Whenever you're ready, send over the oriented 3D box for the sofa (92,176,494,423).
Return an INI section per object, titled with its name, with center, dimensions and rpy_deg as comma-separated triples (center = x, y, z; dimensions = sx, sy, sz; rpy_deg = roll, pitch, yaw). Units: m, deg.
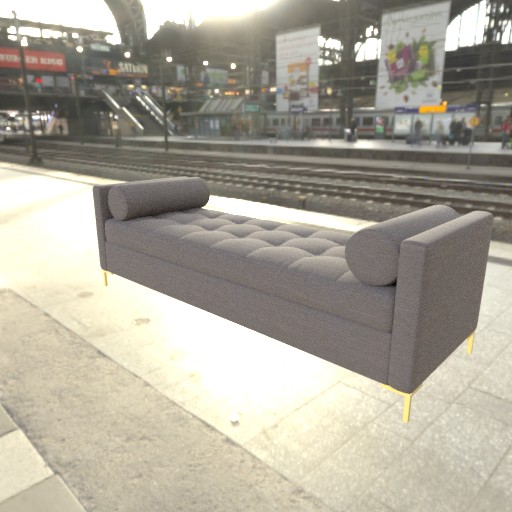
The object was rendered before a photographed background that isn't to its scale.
[sofa]
center = 0.000, 0.000, 2.261
dimensions = 1.981, 0.635, 0.686
rpy_deg = 14, 22, 40
